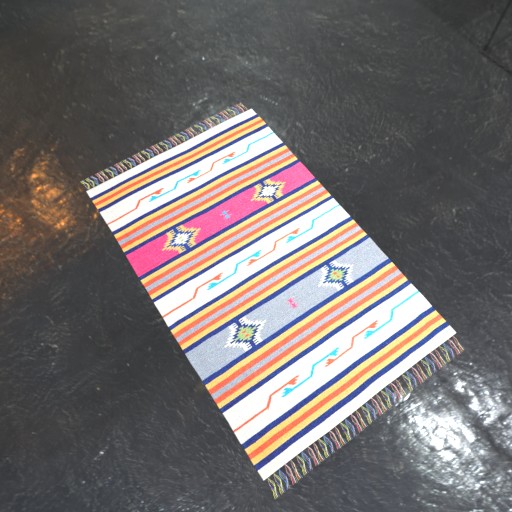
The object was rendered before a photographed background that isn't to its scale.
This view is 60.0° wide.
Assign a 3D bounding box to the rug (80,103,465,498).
[{"bbox_3d":[0.000,0.000,2.214,1.084,0.013,1.849,-31,67,-15],"label":"rug"}]
